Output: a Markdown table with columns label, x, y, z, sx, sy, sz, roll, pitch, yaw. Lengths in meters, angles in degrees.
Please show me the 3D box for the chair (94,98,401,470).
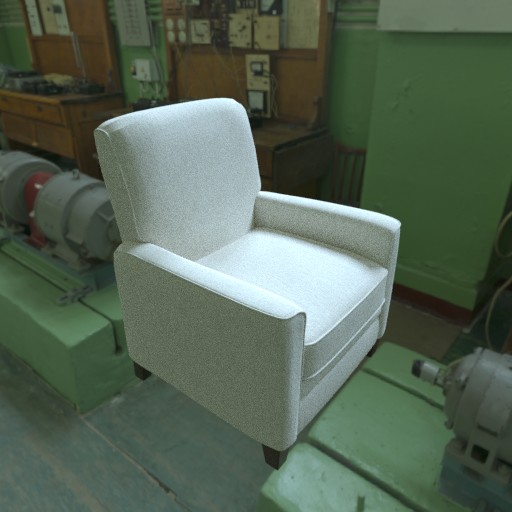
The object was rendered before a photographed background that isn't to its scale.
| label | x | y | z | sx | sy | sz | roll | pitch | yaw |
| --- | --- | --- | --- | --- | --- | --- | --- | --- | --- |
| chair | 0.000 | 0.000 | 1.664 | 0.858 | 1.028 | 0.841 | 20 | 34 | 33 |
